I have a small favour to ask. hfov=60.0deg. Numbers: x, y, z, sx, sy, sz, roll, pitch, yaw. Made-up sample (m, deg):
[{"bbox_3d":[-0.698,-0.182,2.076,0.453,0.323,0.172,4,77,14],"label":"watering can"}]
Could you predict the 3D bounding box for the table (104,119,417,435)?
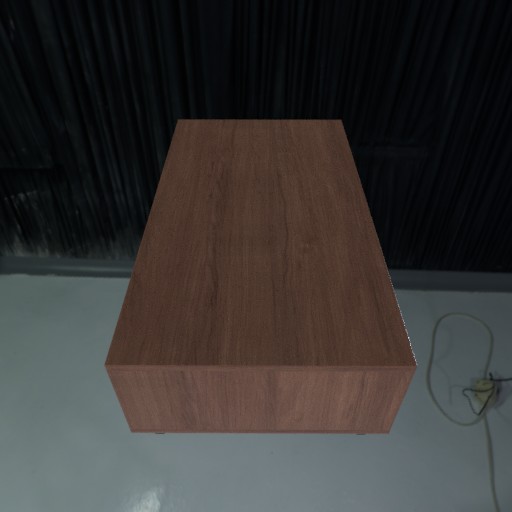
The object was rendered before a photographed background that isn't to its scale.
[{"bbox_3d":[0.000,0.000,1.323,0.600,0.380,1.020,0,42,0],"label":"table"}]
